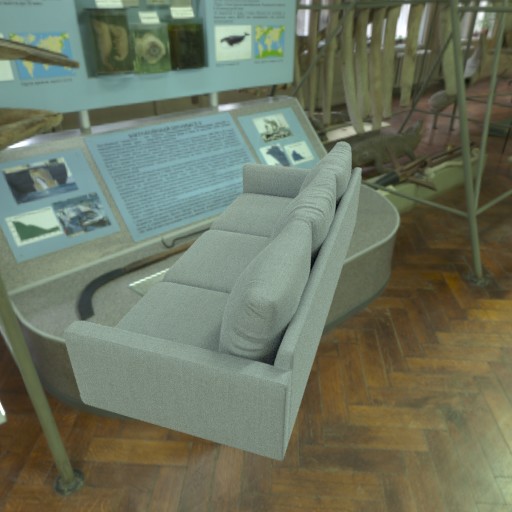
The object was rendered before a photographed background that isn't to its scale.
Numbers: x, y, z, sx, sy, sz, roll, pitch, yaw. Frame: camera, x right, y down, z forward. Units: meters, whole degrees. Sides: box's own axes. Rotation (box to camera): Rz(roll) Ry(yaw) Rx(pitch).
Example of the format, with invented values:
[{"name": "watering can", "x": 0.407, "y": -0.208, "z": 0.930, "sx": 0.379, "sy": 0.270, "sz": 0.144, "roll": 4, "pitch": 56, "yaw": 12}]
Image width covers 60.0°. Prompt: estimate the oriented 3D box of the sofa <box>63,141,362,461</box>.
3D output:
[{"name": "sofa", "x": 0.000, "y": 0.000, "z": 2.365, "sx": 0.850, "sy": 0.830, "sz": 2.000, "roll": 9, "pitch": 31, "yaw": 16}]
